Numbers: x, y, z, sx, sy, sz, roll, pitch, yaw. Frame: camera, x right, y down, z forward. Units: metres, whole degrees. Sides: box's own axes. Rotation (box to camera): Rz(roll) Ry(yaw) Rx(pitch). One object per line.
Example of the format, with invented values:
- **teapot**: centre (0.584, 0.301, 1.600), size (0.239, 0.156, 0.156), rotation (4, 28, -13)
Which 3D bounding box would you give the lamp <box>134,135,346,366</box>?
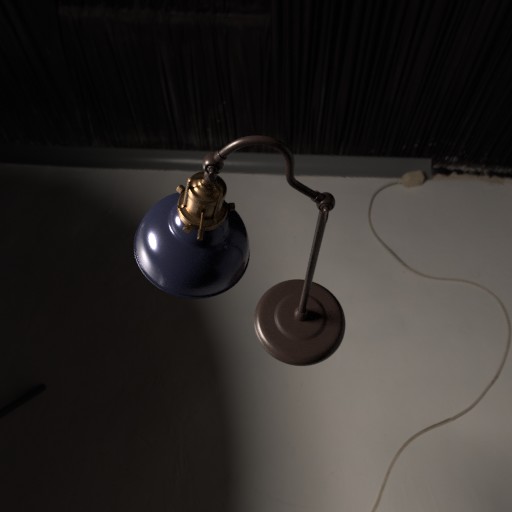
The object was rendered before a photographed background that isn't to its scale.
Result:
- **lamp**: centre (0.000, 0.000, 0.717), size (0.374, 0.508, 0.192), rotation (2, 58, 1)
